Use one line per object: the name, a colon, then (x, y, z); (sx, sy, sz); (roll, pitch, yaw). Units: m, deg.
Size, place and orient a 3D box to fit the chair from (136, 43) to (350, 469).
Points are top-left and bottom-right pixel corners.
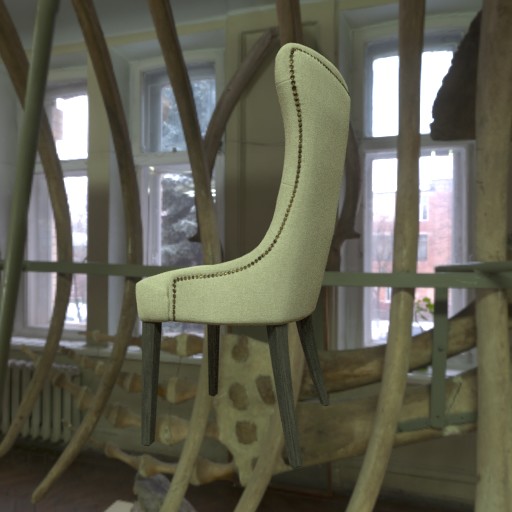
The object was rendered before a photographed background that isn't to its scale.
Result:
chair: (0.000, 0.000, 1.408); (0.590, 1.065, 0.584); (0, 0, 17)
